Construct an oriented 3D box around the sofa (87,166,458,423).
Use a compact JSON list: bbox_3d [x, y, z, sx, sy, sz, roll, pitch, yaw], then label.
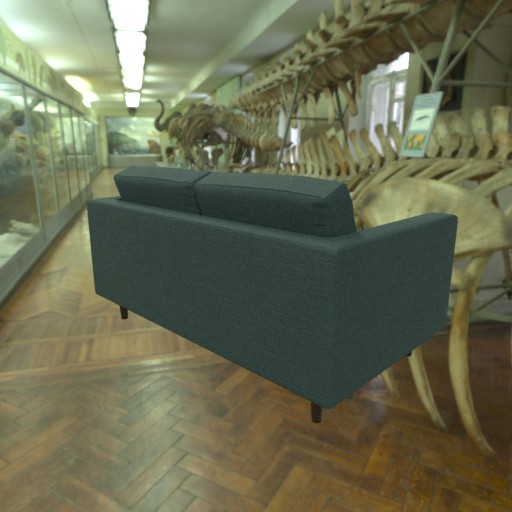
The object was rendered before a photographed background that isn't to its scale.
[{"bbox_3d":[0.000,0.000,2.295,1.659,0.907,0.999,14,20,43],"label":"sofa"}]
